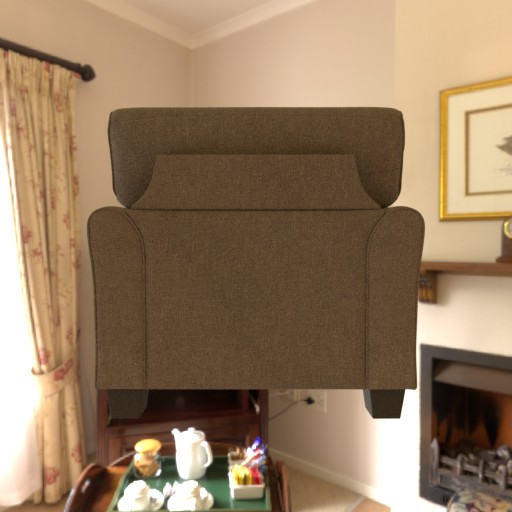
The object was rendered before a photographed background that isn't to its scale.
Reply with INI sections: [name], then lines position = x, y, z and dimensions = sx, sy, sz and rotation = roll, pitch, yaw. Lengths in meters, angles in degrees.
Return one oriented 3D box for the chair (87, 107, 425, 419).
[chair]
position = 0.000, 0.000, 1.583
dimensions = 0.941, 0.890, 0.816
rotation = 0, 1, 0
